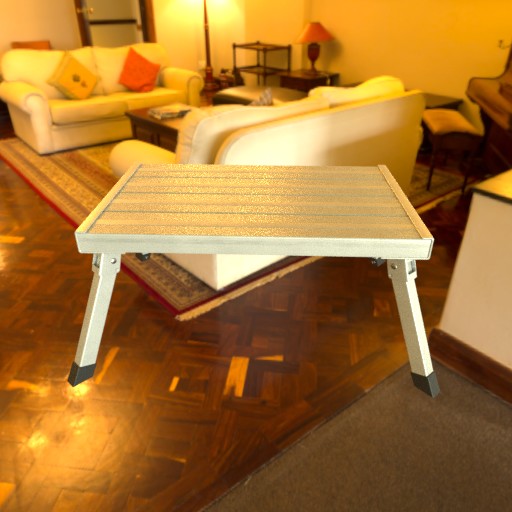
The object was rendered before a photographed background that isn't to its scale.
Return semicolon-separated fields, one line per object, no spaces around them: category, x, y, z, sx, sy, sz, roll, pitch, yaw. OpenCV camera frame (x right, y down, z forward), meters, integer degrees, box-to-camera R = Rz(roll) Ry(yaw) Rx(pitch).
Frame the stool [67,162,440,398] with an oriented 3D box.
stool;0.000;0.000;0.736;0.535;0.225;0.385;1;30;2
